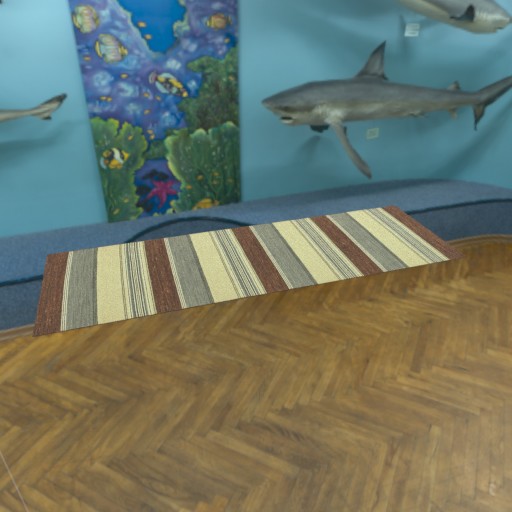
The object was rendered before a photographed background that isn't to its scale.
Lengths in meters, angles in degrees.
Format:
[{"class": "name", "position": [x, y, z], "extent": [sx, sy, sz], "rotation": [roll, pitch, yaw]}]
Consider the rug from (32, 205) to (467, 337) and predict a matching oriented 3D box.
[{"class": "rug", "position": [0.000, 0.000, 2.710], "extent": [2.437, 0.006, 0.792], "rotation": [-9, 32, -15]}]
